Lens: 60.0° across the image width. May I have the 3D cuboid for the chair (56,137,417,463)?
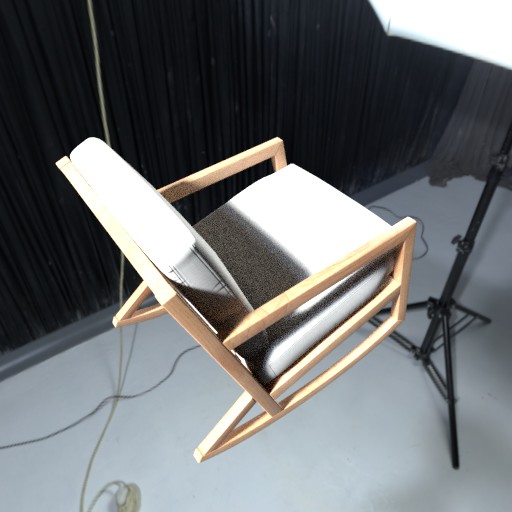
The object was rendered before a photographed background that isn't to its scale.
[{"bbox_3d":[0.000,0.000,1.381,0.857,0.790,0.622,-25,47,-26],"label":"chair"}]
